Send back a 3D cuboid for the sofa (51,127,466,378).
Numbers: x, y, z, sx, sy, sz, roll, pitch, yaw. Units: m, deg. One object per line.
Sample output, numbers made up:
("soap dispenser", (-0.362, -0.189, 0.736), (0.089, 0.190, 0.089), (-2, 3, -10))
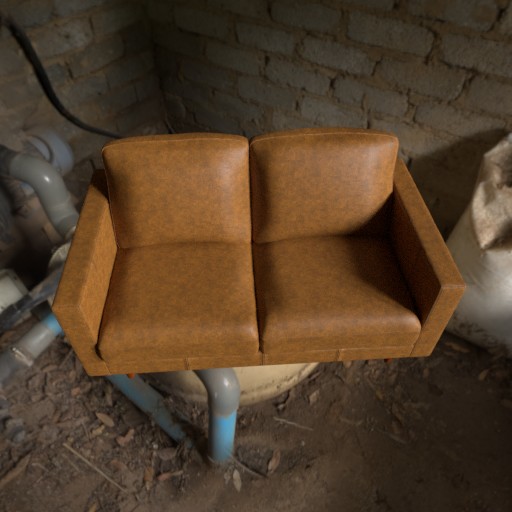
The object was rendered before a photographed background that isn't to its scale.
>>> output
("sofa", (0.000, 0.000, 2.102), (1.578, 0.951, 0.909), (-3, 47, -3))
